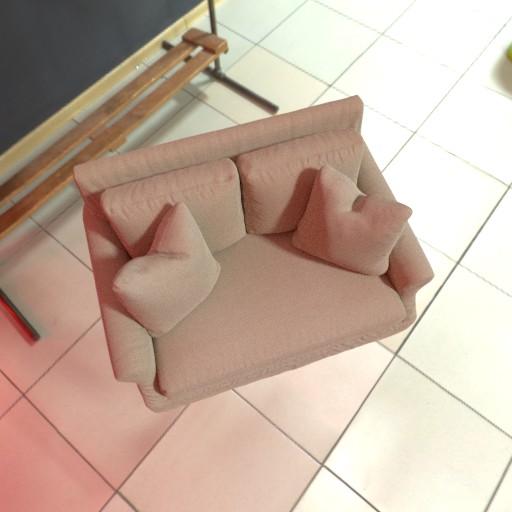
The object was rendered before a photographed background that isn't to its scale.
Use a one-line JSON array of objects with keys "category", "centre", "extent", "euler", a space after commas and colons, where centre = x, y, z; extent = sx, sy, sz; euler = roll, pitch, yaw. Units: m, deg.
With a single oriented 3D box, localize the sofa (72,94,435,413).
[{"category": "sofa", "centre": [0.000, 0.000, 2.217], "extent": [1.550, 0.905, 1.070], "euler": [-17, 66, -8]}]
